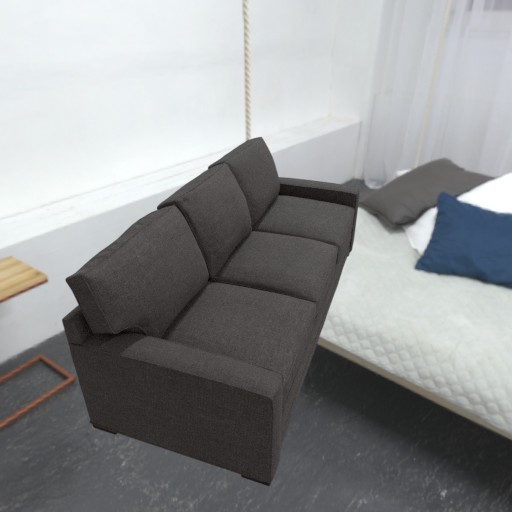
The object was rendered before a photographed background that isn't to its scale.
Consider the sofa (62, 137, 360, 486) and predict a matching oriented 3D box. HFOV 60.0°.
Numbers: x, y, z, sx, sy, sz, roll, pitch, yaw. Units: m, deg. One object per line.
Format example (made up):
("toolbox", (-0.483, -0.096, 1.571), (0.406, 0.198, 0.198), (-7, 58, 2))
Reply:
("sofa", (0.000, 0.000, 2.875), (1.004, 0.978, 2.369), (10, 32, 17))
